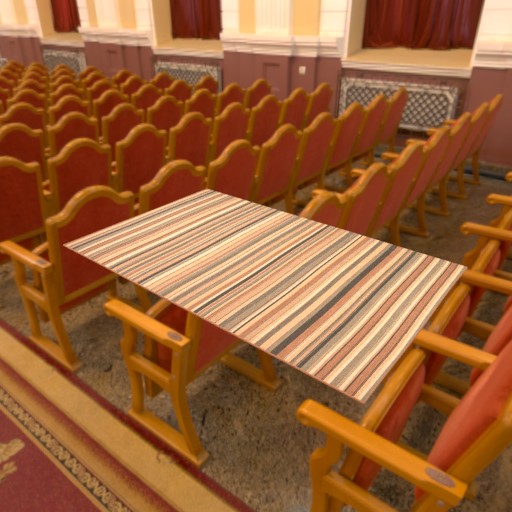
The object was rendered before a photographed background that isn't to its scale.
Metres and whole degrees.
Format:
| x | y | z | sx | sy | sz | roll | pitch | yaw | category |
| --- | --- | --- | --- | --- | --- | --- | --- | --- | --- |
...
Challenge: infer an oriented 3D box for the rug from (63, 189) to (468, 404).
| x | y | z | sx | sy | sz | roll | pitch | yaw | category |
| --- | --- | --- | --- | --- | --- | --- | --- | --- | --- |
| 0.000 | 0.000 | 3.133 | 2.438 | 0.014 | 1.523 | 21 | 35 | 33 | rug |
